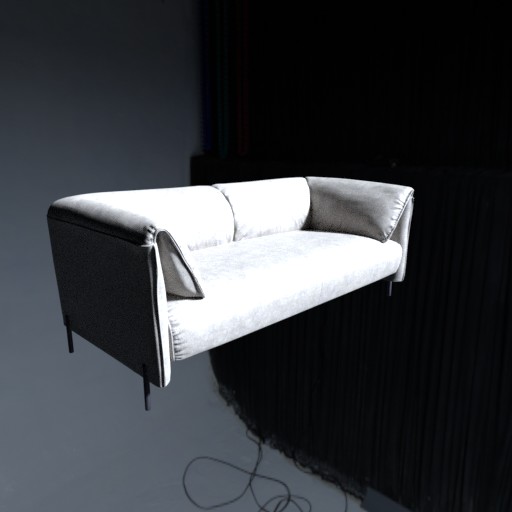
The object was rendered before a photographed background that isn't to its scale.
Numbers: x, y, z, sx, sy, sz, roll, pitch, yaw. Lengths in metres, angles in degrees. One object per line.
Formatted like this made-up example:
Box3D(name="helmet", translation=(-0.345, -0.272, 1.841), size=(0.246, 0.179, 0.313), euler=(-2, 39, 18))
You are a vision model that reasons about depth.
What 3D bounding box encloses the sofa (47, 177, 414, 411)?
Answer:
Box3D(name="sofa", translation=(0.000, 0.000, 2.427), size=(0.905, 0.747, 1.878), euler=(14, 20, 43))
